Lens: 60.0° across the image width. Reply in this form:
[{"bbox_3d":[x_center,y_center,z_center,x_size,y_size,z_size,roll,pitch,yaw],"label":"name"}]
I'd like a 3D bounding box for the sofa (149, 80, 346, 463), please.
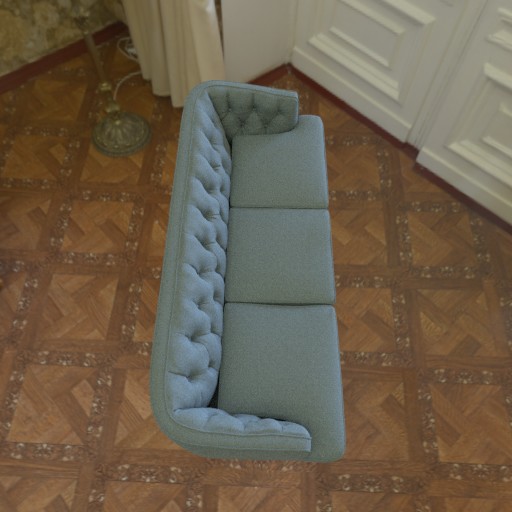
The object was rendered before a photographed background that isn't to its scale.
[{"bbox_3d":[0.000,0.000,2.710,0.941,0.855,2.278,1,62,0],"label":"sofa"}]
